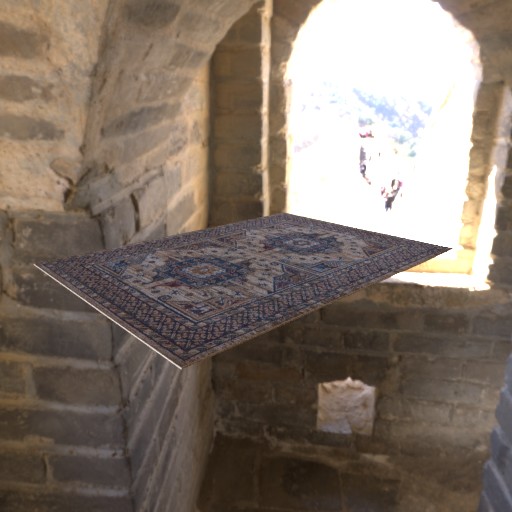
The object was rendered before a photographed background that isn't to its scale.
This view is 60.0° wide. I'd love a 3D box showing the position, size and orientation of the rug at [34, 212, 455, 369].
[{"bbox_3d":[0.000,0.000,2.877,2.227,0.008,1.611,-16,23,-40],"label":"rug"}]
